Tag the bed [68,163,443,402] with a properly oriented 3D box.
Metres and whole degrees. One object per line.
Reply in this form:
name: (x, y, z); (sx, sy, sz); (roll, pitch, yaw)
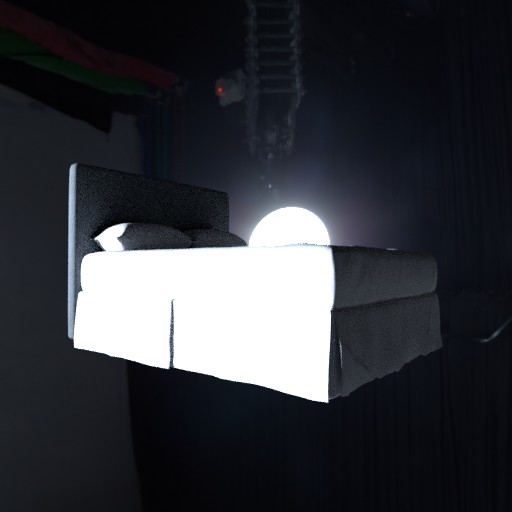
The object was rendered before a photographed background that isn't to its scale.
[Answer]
bed: (0.000, 0.000, 3.145); (2.142, 1.330, 1.713); (-1, -2, 37)
